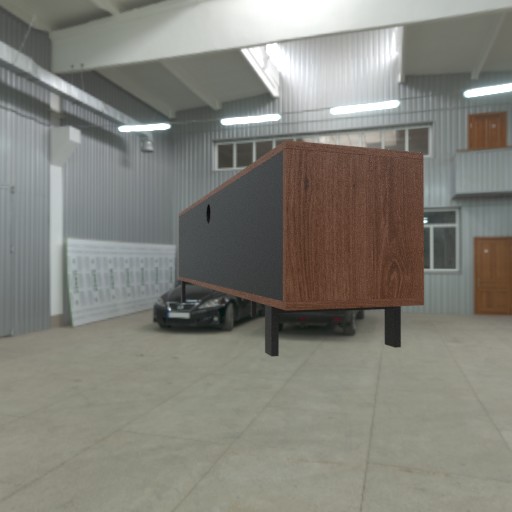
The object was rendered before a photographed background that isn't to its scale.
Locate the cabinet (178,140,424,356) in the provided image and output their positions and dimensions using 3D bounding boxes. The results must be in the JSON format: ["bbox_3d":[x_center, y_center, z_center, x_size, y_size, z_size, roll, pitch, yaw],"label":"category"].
[{"bbox_3d":[0.000,0.000,1.830,0.400,0.500,1.650,0,-1,-18],"label":"cabinet"}]
